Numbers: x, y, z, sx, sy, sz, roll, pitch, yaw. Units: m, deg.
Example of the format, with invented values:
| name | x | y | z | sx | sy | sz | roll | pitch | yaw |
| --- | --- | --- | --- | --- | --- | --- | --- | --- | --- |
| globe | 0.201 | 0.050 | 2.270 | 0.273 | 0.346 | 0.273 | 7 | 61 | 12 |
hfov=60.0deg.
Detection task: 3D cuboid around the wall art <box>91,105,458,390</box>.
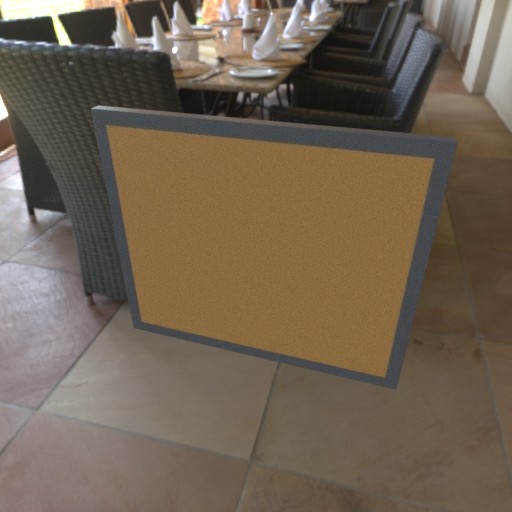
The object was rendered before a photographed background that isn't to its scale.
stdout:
| name | x | y | z | sx | sy | sz | roll | pitch | yaw |
| --- | --- | --- | --- | --- | --- | --- | --- | --- | --- |
| wall art | 0.000 | 0.000 | 0.926 | 0.660 | 0.558 | 0.026 | 10 | 34 | 15 |
